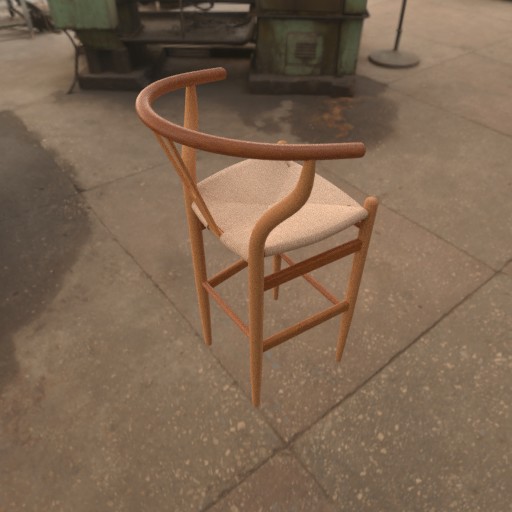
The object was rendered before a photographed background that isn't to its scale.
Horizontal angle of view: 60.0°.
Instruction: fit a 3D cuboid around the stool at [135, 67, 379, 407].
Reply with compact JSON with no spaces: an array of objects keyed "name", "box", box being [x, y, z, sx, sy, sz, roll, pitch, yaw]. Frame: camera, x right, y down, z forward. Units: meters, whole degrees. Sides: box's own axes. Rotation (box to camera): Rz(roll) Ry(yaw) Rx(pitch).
[{"name":"stool","box":[0.000,0.000,1.378,0.561,1.068,0.574,-26,48,-26]}]
